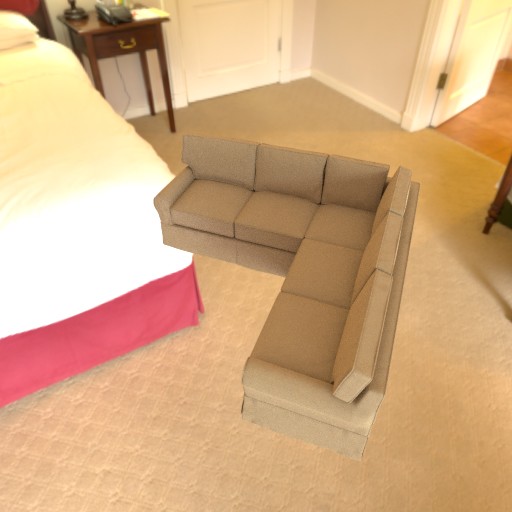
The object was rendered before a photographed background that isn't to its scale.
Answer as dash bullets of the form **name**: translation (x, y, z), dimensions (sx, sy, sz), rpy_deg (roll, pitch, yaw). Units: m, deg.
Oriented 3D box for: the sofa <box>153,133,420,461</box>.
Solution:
- **sofa**: translation (0.000, 0.000, 4.289), dimensions (2.730, 1.124, 2.733), rpy_deg (14, 43, 15)
